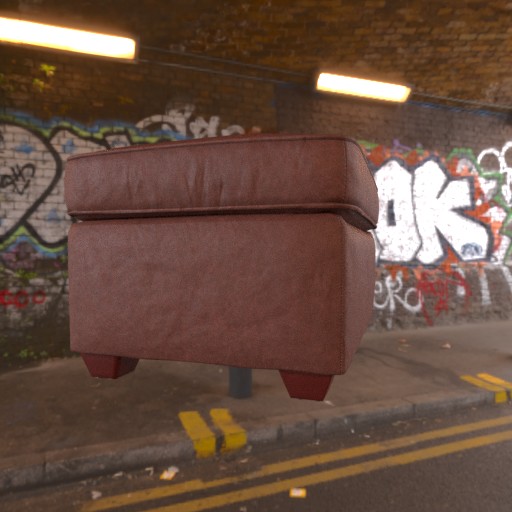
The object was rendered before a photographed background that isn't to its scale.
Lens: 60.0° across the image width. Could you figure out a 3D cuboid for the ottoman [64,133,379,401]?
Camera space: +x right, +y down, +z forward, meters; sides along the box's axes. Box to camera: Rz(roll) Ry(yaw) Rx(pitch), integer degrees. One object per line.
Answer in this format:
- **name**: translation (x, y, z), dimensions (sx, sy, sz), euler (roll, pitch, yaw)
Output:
- **ottoman**: translation (0.000, 0.000, 1.070), dimensions (0.548, 0.449, 0.749), euler (0, 1, 18)
